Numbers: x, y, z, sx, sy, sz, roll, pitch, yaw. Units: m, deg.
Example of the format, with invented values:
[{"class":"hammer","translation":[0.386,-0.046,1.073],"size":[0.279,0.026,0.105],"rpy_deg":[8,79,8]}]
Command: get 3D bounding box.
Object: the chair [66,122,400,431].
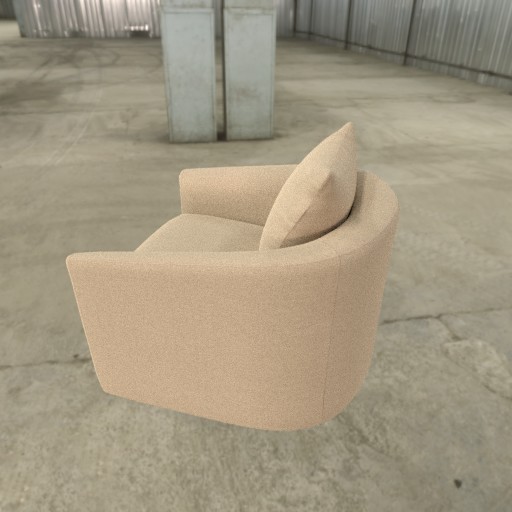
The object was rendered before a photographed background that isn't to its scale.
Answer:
[{"class":"chair","translation":[0.000,0.000,1.569],"size":[0.910,0.848,0.845],"rpy_deg":[8,31,14]}]
